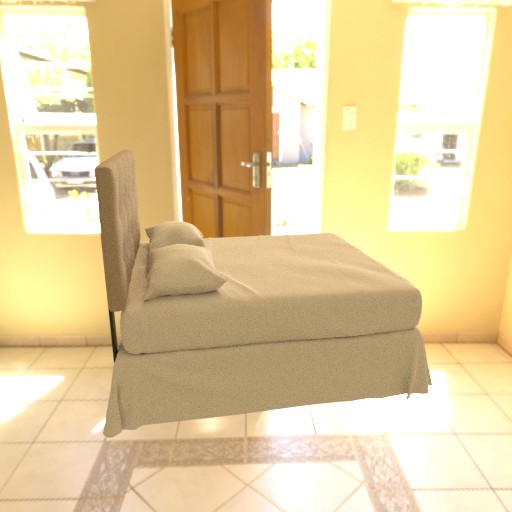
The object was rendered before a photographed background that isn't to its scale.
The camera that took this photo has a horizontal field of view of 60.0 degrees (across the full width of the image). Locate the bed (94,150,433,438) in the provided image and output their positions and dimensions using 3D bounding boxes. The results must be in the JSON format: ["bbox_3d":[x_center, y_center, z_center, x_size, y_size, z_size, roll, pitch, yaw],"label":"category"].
[{"bbox_3d":[0.000,0.000,3.506,2.222,1.577,1.936,-3,17,-10],"label":"bed"}]
